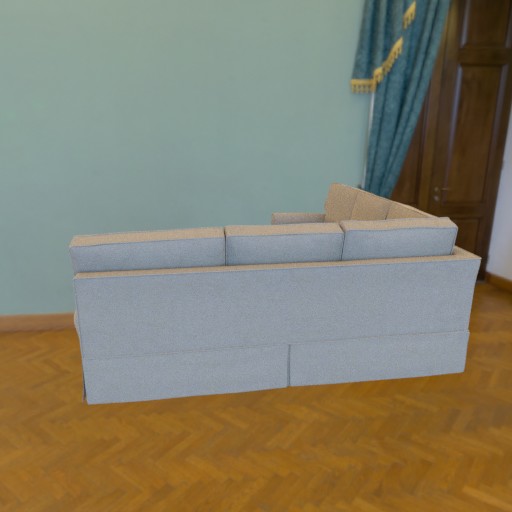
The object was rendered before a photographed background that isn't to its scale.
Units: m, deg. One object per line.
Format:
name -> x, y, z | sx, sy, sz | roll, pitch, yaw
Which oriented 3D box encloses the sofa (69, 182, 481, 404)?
sofa -> 0.000, 0.000, 4.192 | 2.733, 1.124, 2.730 | -2, 17, -8
